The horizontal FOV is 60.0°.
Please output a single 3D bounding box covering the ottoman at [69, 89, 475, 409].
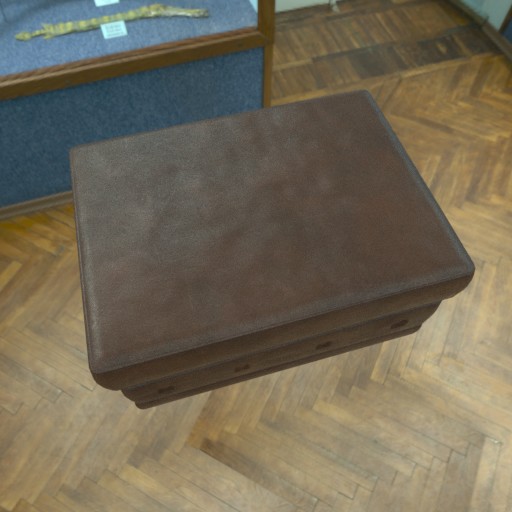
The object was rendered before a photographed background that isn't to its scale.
[{"bbox_3d":[0.000,0.000,1.177,0.795,0.509,0.588,-14,61,-8],"label":"ottoman"}]
